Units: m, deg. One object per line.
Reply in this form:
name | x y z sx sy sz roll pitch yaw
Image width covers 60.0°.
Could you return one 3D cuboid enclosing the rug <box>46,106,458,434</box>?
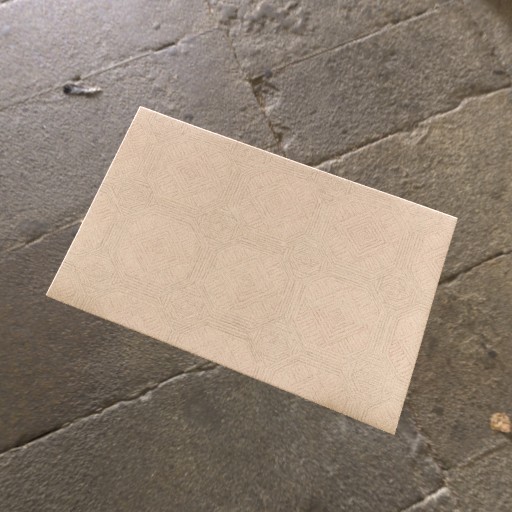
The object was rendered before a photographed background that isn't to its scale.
rug | 0.000 0.000 3.039 2.440 0.008 1.524 21 77 5
